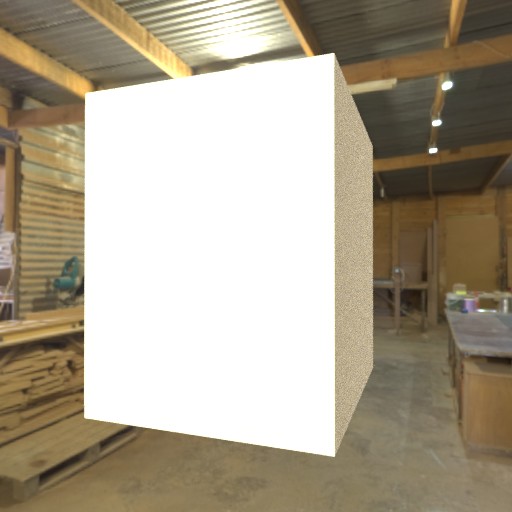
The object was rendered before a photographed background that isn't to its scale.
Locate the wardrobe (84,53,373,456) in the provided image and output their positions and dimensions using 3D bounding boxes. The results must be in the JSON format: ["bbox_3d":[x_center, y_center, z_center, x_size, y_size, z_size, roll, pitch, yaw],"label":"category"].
[{"bbox_3d":[0.000,0.000,0.874,0.400,0.520,0.500,0,0,20],"label":"wardrobe"}]
